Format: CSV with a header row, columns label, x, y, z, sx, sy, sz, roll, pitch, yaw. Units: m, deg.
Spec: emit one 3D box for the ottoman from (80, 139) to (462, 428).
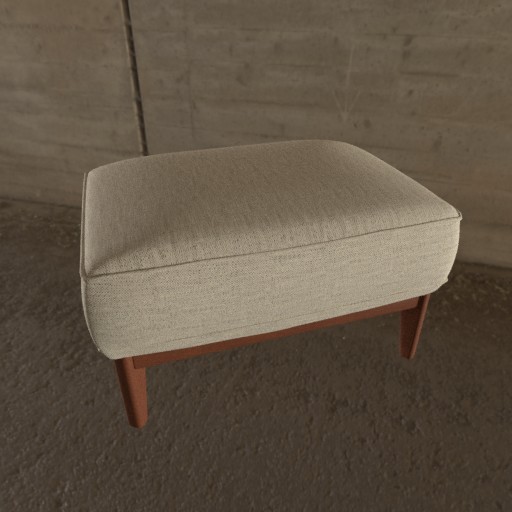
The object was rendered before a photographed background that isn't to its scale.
label,x,y,z,sx,sy,sz,roll,pitch,yaw
ottoman,0.000,0.000,1.136,0.794,0.465,0.594,-10,33,-15
